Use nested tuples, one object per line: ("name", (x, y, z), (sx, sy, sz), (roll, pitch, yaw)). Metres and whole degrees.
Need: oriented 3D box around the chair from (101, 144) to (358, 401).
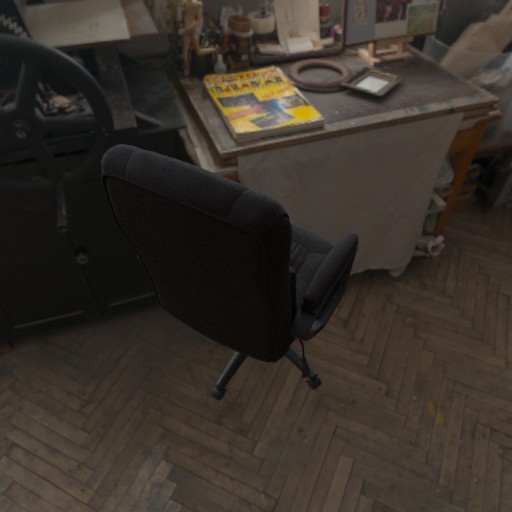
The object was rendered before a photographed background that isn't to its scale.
("chair", (0.000, 0.000, 1.560), (0.667, 1.105, 0.724), (23, 50, 21))
